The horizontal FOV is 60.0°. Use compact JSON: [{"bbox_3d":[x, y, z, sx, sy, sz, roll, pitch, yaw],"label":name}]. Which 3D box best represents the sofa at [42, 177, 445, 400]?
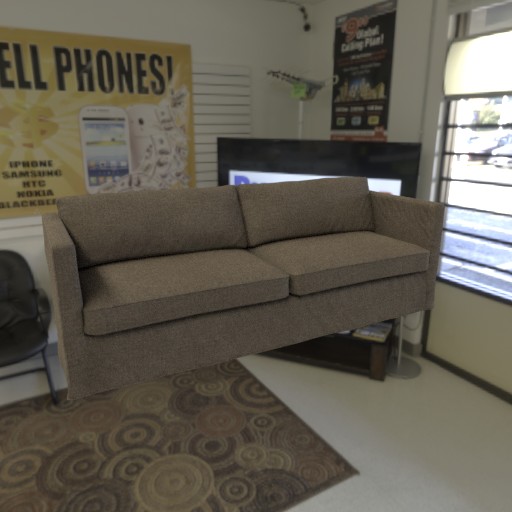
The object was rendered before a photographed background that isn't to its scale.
[{"bbox_3d":[0.000,0.000,3.252,2.779,0.998,1.036,-8,18,-26],"label":"sofa"}]
